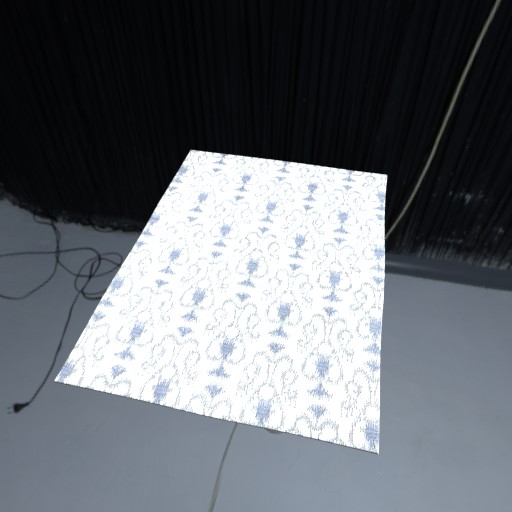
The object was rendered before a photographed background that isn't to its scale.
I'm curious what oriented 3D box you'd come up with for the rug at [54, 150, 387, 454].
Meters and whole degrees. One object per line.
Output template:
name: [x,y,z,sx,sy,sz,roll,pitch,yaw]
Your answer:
rug: [0.000,0.000,2.955,1.676,0.013,2.261,9,46,9]
